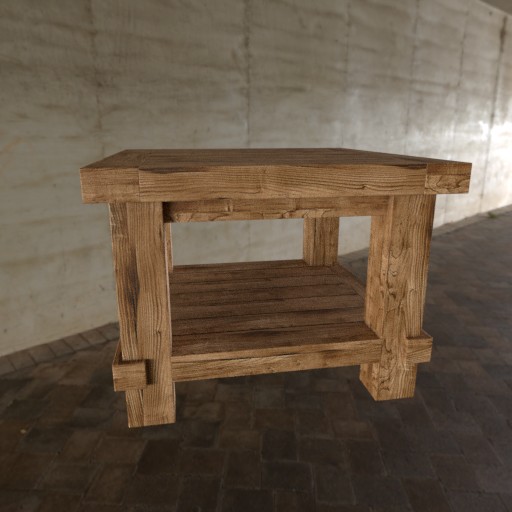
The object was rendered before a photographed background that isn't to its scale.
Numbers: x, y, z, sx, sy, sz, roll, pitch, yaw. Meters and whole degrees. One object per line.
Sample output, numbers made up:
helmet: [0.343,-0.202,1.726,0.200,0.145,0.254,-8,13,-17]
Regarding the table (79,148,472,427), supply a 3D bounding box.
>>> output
table: [0.000,0.000,1.022,0.610,0.457,0.610,-3,16,-10]
